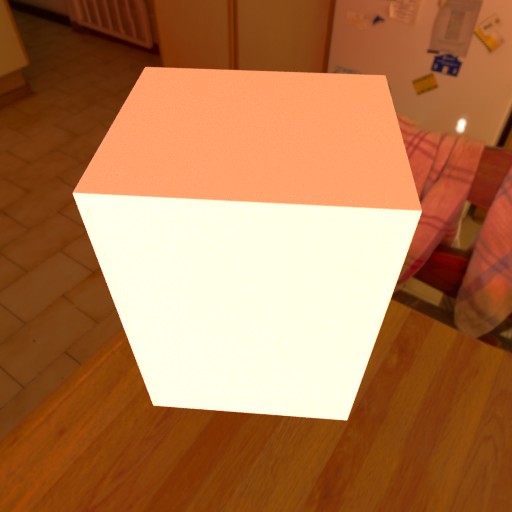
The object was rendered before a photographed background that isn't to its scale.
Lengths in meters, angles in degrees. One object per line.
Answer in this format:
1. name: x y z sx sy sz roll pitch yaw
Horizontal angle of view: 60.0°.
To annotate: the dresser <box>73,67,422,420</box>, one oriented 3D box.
1. dresser: 0.000 0.000 0.831 0.400 0.560 0.360 3 47 3
